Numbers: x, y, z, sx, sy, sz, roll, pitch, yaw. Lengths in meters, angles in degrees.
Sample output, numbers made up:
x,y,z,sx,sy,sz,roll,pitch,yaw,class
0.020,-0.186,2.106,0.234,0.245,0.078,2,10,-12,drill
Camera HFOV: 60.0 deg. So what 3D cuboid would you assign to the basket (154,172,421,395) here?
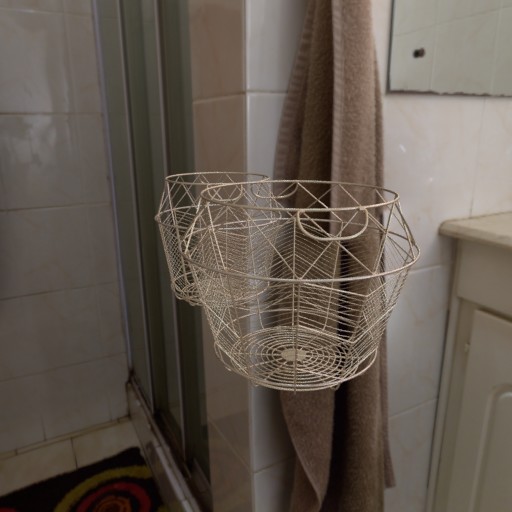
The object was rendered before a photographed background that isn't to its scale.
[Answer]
x,y,z,sx,sy,sz,roll,pitch,yaw,class
0.000,0.000,1.027,0.451,0.343,0.805,-8,18,-25,basket
